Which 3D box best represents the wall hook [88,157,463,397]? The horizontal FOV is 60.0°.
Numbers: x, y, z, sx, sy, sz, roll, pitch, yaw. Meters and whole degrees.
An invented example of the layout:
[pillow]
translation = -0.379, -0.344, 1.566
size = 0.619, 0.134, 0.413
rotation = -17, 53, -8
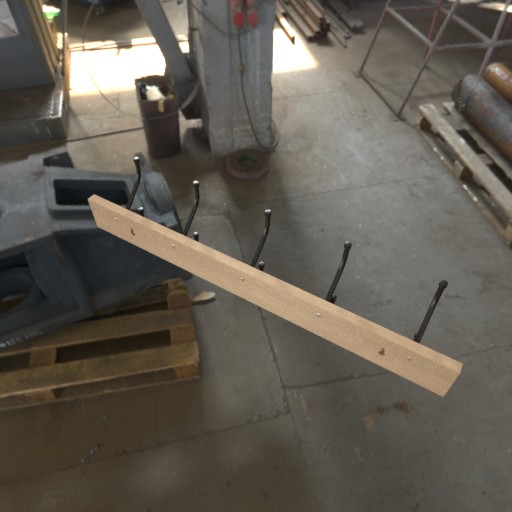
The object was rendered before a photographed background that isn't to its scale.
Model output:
[wall hook]
translation = 0.000, 0.000, 0.613
size = 0.571, 0.117, 0.071
rotation = 24, 52, 20
